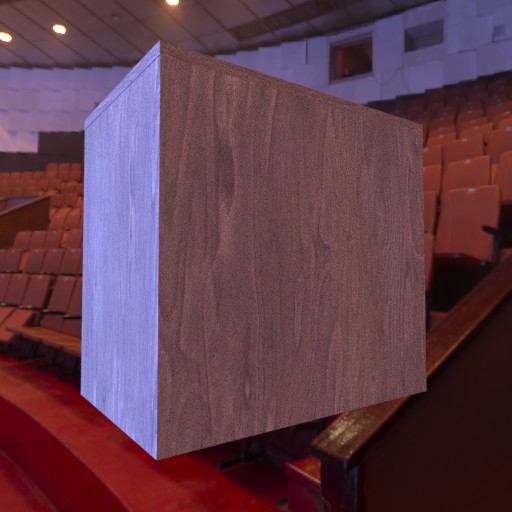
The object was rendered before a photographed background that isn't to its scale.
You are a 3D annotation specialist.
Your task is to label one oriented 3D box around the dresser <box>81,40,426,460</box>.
[{"bbox_3d":[0.000,0.000,1.252,0.809,0.762,0.529,2,-3,-35],"label":"dresser"}]
